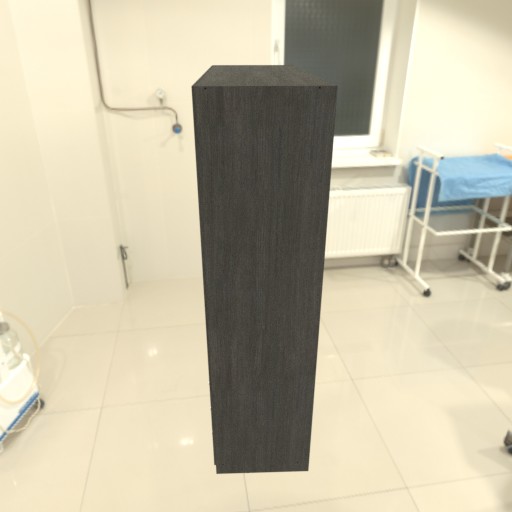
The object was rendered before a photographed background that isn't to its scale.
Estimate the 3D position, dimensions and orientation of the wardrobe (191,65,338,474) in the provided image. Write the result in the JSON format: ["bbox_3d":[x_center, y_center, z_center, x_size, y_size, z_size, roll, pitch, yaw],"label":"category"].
[{"bbox_3d":[0.000,0.000,2.493,0.510,1.910,1.290,-1,26,-2],"label":"wardrobe"}]
